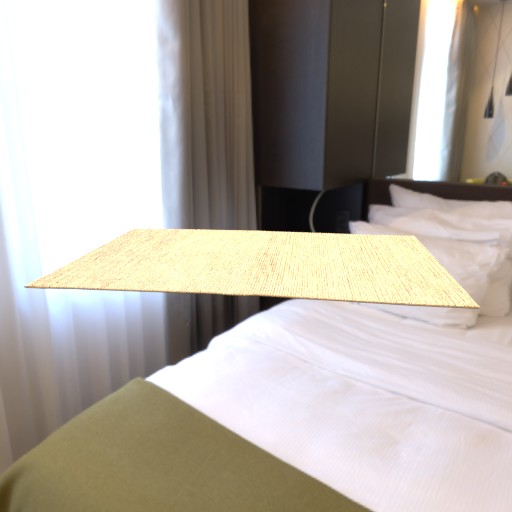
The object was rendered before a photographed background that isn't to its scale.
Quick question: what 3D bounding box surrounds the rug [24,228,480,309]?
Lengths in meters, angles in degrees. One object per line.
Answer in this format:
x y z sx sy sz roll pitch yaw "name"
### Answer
0.000 0.000 2.236 1.773 0.021 1.149 2 16 7 "rug"
